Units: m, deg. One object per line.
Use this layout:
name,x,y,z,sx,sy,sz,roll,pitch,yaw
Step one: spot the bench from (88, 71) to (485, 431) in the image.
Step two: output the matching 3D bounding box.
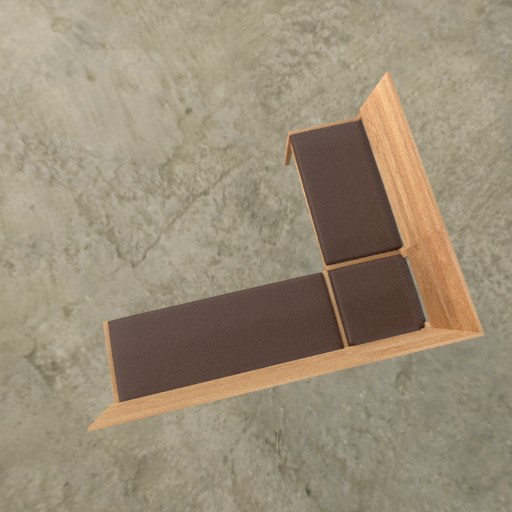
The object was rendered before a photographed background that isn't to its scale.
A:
bench,0.000,0.000,2.726,1.975,0.890,1.549,-14,76,-4
